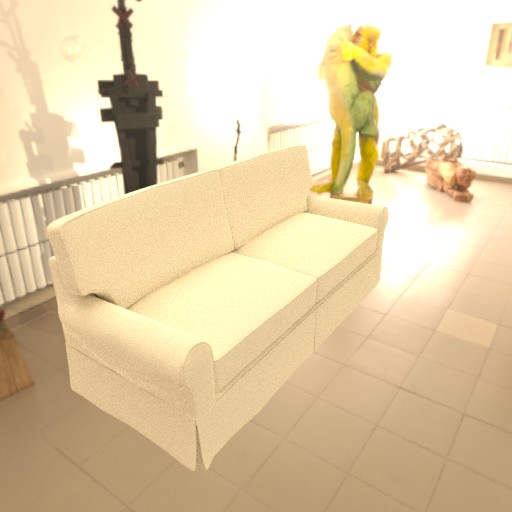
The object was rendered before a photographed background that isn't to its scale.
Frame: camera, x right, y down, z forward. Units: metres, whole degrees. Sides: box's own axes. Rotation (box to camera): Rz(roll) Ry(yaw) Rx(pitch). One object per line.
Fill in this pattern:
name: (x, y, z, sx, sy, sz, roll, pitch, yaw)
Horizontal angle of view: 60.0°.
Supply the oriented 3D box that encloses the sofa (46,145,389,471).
sofa: (0.000, 0.000, 2.490, 0.862, 0.937, 2.021, 17, 30, 31)
